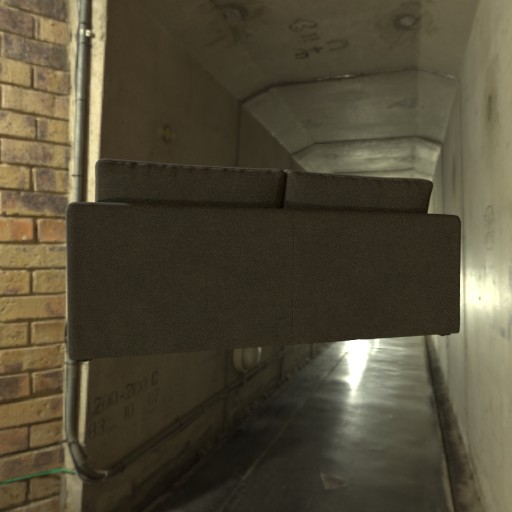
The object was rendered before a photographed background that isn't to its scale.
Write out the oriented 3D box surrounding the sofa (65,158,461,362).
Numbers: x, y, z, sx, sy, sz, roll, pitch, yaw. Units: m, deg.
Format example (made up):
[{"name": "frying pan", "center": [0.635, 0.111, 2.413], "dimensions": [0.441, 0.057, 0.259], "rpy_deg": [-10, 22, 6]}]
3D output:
[{"name": "sofa", "center": [0.000, 0.000, 2.513], "dimensions": [1.909, 0.845, 1.091], "rpy_deg": [0, 0, -18]}]
